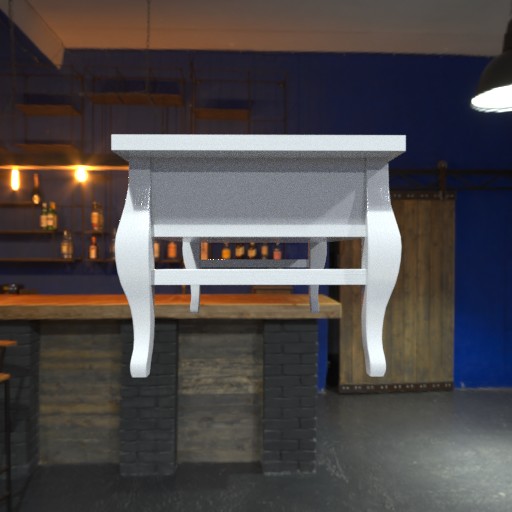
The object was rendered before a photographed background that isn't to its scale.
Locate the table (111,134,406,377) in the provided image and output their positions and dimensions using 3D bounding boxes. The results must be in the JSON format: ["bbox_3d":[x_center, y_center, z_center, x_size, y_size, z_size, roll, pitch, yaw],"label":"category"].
[{"bbox_3d":[0.000,0.000,1.410,0.600,0.495,1.062,0,1,-1],"label":"table"}]
